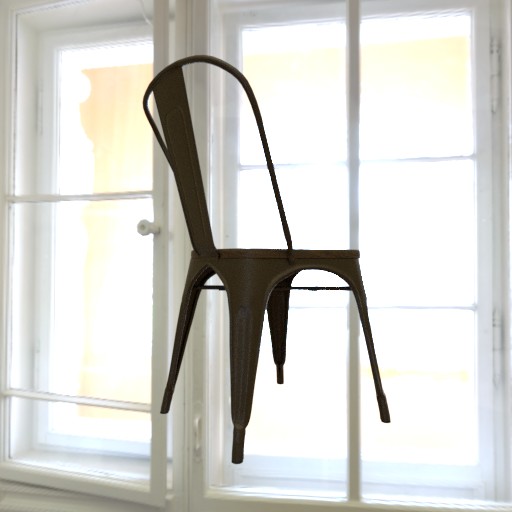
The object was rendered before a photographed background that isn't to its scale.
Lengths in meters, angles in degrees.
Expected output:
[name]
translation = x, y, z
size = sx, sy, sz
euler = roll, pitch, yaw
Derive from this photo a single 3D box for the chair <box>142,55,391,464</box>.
[chair]
translation = 0.000, 0.000, 1.157
size = 0.532, 0.844, 0.451
euler = 0, -1, -36
